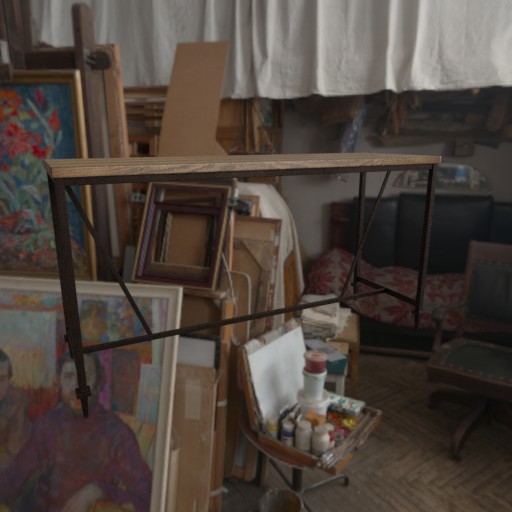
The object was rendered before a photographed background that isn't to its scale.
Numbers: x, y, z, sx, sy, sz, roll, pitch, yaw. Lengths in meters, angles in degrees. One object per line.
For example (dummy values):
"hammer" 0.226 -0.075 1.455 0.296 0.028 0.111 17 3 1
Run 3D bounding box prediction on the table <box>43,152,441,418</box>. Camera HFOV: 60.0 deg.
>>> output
"table" 0.000 0.000 2.082 1.700 0.902 0.551 -8 17 -26
